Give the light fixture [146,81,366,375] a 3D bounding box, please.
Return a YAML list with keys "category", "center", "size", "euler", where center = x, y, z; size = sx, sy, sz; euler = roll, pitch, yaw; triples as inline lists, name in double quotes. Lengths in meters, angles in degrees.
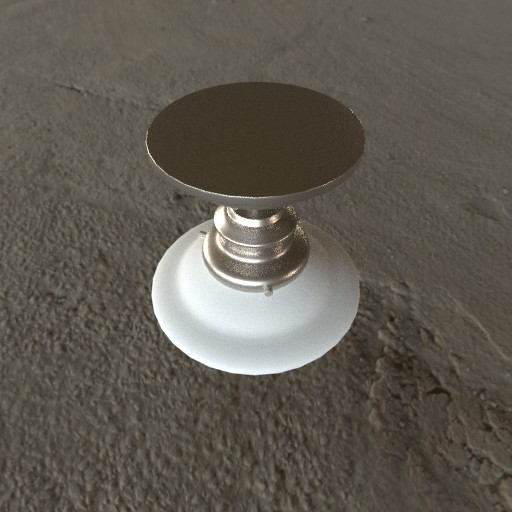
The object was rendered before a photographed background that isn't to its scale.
- category: "light fixture"
  center: [0.000, 0.000, 0.401]
  size: [0.199, 0.254, 0.199]
  euler: [0, 46, 0]
